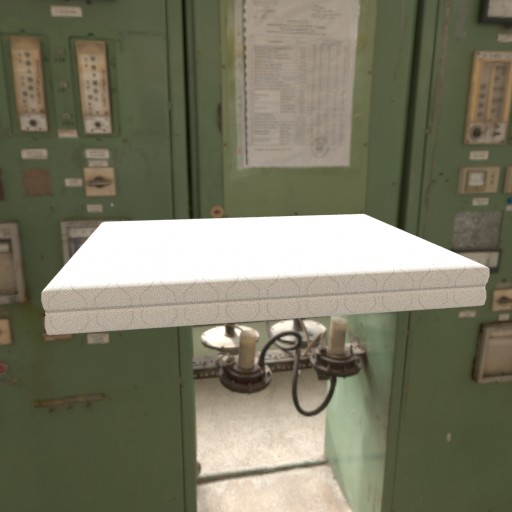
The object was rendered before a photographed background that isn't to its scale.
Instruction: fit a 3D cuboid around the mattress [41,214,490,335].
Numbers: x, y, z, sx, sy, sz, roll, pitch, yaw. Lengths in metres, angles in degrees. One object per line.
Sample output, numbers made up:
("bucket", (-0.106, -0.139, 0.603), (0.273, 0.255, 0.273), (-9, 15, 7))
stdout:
("mattress", (0.000, 0.000, 2.519), (1.900, 0.200, 1.400), (-3, 16, -9))
